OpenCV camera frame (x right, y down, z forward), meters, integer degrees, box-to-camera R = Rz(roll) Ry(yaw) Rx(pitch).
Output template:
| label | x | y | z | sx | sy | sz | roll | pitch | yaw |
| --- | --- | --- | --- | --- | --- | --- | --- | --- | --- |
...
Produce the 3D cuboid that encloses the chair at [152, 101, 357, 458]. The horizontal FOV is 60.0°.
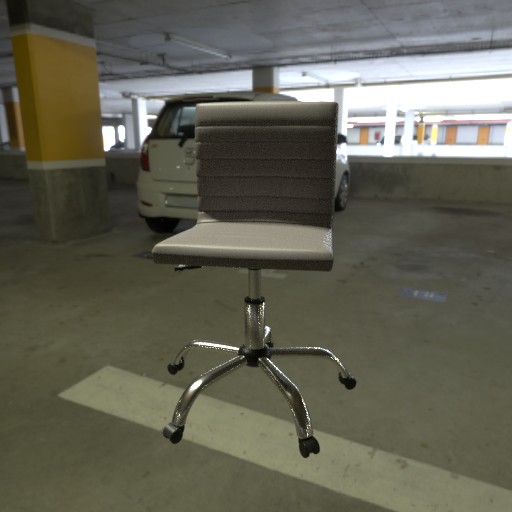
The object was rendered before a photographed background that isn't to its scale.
| label | x | y | z | sx | sy | sz | roll | pitch | yaw |
| --- | --- | --- | --- | --- | --- | --- | --- | --- | --- |
| chair | 0.000 | 0.000 | 1.145 | 0.556 | 0.780 | 0.530 | 2 | 15 | 9 |
